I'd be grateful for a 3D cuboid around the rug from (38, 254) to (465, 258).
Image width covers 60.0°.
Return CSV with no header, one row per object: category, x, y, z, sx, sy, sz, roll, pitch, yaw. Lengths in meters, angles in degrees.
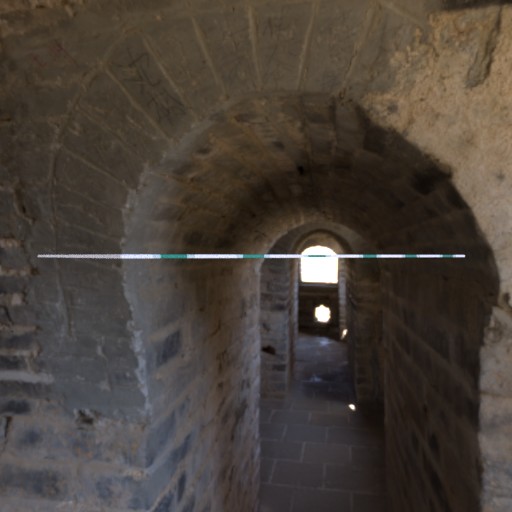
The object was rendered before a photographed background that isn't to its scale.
rug,0.000,0.000,2.270,1.829,0.012,1.210,0,0,-36
